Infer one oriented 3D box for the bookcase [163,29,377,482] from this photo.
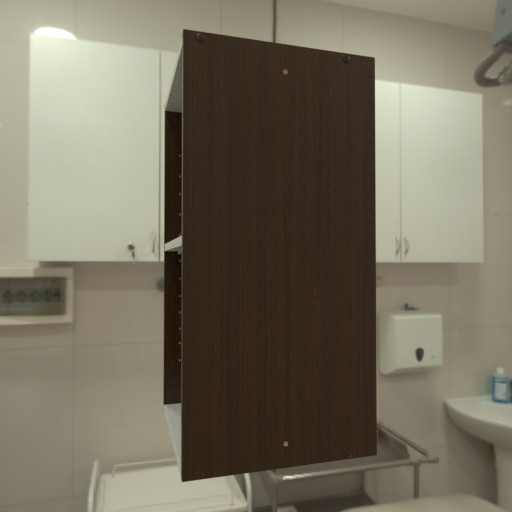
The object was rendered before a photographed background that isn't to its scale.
[{"bbox_3d":[0.000,0.000,0.770,0.290,0.600,0.300,0,-1,-16],"label":"bookcase"}]
